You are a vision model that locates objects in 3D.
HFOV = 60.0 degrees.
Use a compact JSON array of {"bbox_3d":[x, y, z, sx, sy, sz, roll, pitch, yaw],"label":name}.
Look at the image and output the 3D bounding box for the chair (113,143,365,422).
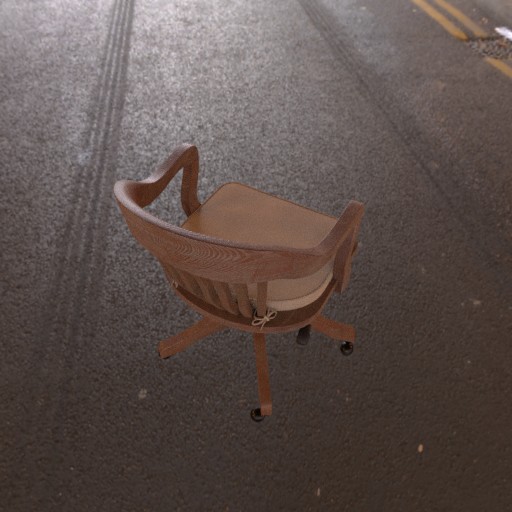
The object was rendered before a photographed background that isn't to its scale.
[{"bbox_3d":[0.000,0.000,1.469,0.750,0.878,0.788,23,50,21],"label":"chair"}]
